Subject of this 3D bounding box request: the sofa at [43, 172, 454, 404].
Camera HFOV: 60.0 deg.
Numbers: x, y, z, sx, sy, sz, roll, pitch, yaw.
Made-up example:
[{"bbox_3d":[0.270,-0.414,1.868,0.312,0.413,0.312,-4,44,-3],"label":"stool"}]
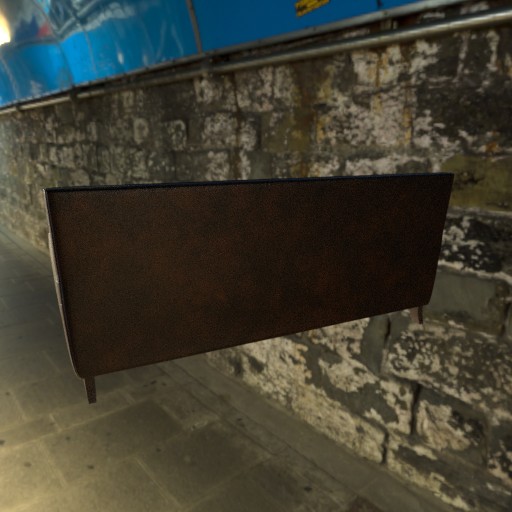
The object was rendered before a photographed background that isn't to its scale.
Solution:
[{"bbox_3d":[0.000,0.000,2.373,1.995,0.871,0.786,-7,16,-26],"label":"sofa"}]
